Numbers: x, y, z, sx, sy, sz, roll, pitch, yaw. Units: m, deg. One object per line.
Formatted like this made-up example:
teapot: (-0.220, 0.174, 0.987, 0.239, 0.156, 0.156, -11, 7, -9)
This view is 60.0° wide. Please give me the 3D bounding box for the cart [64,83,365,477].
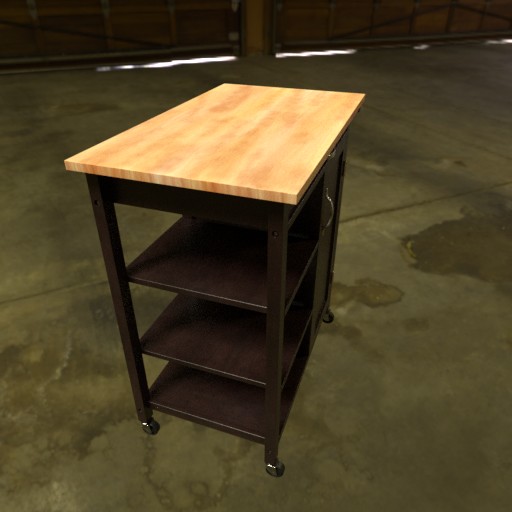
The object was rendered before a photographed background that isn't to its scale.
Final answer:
cart: (0.000, 0.000, 1.392, 0.472, 0.878, 0.914, 11, 34, 17)
